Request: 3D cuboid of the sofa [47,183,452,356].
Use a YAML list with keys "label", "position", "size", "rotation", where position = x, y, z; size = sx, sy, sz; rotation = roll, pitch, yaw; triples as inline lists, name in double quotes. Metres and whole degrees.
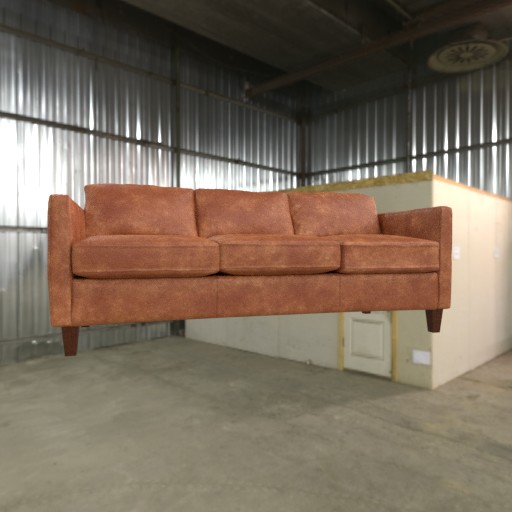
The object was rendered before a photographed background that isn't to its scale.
- label: "sofa"
  position: [0.000, 0.000, 2.995]
  size: [2.464, 1.006, 1.045]
  rotation: [0, 1, -16]
